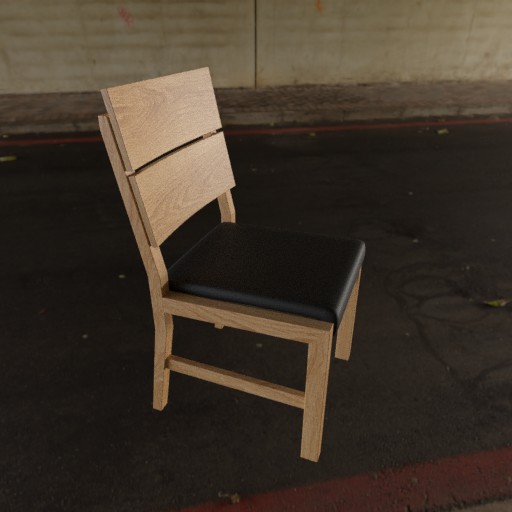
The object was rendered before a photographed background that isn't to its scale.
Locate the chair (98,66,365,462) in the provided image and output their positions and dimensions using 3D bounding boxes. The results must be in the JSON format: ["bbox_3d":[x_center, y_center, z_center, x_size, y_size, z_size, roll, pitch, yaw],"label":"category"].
[{"bbox_3d":[0.000,0.000,1.279,0.569,0.950,0.475,11,30,19],"label":"chair"}]
